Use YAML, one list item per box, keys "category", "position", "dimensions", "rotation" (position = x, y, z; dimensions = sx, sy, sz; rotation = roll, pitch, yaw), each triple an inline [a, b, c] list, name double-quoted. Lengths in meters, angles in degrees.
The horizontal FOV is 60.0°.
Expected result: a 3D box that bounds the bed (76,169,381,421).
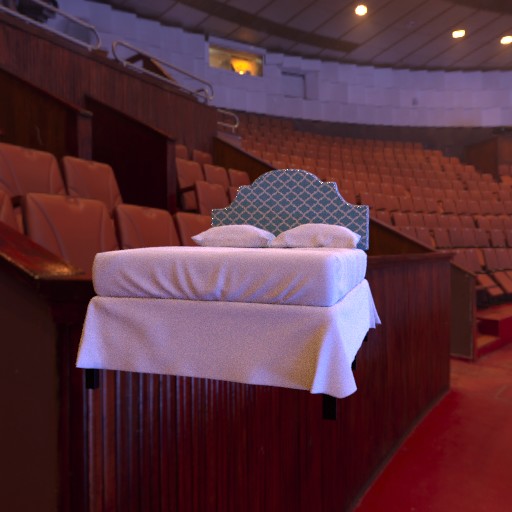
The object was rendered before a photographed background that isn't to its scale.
- category: "bed"
  position: [0.000, 0.000, 3.457]
  dimensions: [1.780, 1.633, 2.222]
  rotation: [1, 2, 19]
